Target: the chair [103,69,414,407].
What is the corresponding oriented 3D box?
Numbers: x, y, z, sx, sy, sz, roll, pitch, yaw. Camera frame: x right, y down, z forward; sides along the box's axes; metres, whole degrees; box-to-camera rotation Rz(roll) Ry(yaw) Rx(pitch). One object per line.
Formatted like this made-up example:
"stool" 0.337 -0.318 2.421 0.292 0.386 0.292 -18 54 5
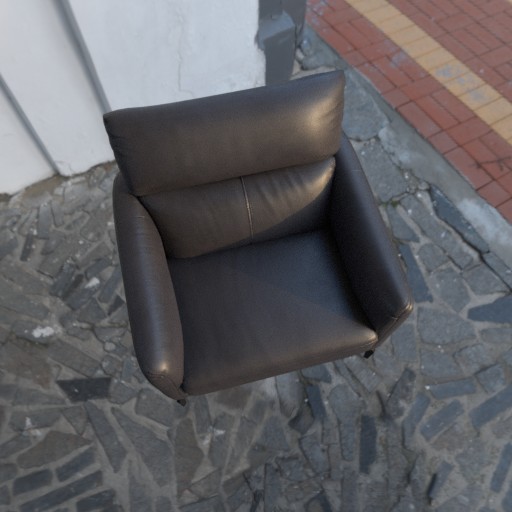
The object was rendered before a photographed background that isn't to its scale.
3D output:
"chair" 0.000 0.000 1.665 0.976 0.949 0.809 -13 64 -6
